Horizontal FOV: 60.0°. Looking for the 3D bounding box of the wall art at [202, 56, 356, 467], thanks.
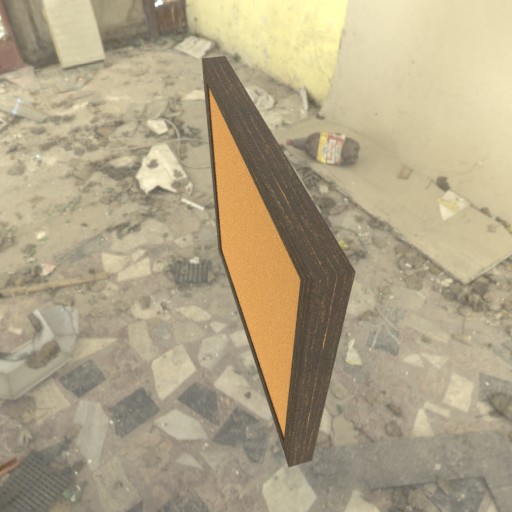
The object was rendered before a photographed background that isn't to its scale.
[{"bbox_3d":[0.000,0.000,0.537,0.031,0.330,0.381,-11,46,-11],"label":"wall art"}]
